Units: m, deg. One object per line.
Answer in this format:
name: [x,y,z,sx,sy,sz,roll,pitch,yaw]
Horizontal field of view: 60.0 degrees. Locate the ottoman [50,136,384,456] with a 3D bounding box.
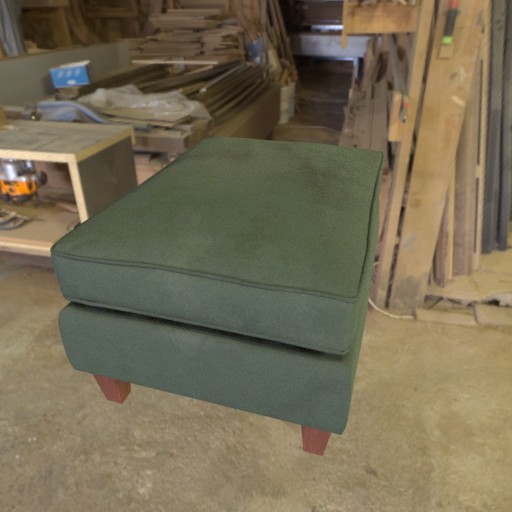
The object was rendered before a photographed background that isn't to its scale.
ottoman: [0.000,0.000,1.227,0.632,0.495,0.864,9,31,14]
